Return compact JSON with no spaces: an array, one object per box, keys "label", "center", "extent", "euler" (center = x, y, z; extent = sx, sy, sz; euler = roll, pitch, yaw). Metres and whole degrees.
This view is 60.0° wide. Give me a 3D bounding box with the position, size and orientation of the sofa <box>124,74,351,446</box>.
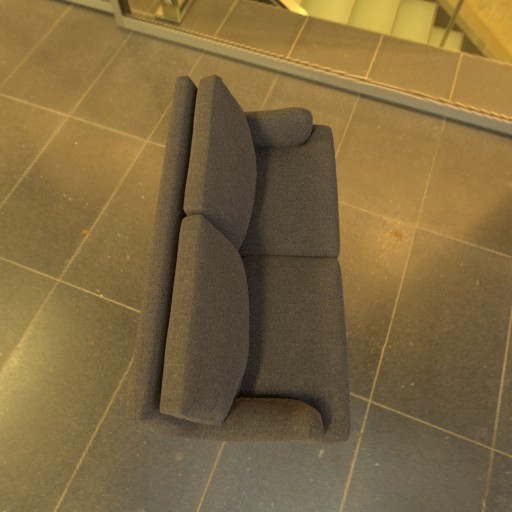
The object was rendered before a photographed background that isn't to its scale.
[{"label":"sofa","center":[0.000,0.000,2.770],"extent":[1.087,1.054,2.160],"euler":[2,64,1]}]
